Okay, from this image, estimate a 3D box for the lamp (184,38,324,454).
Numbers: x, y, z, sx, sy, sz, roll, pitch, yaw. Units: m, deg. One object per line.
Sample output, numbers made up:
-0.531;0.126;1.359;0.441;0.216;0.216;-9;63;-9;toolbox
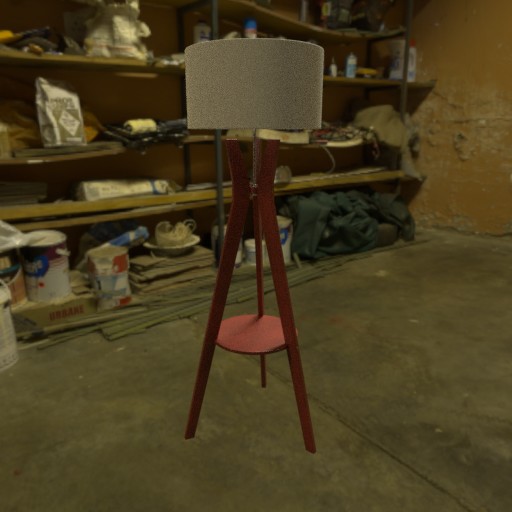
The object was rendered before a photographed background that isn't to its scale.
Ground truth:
0.000;0.000;1.753;0.539;1.472;0.542;3;16;9;lamp
